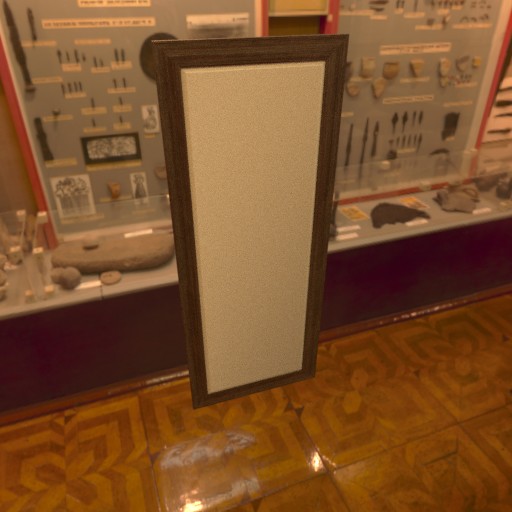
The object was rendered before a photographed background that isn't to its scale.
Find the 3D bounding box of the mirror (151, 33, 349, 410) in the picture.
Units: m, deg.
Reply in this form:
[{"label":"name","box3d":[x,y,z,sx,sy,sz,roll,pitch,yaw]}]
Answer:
[{"label":"mirror","box3d":[0.000,0.000,2.285,0.812,2.032,0.025,-10,33,-16]}]
